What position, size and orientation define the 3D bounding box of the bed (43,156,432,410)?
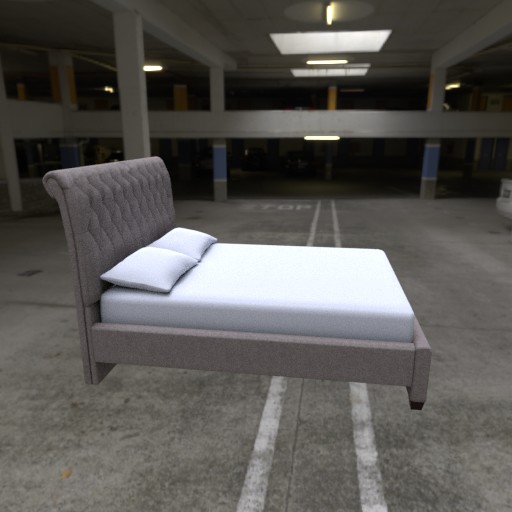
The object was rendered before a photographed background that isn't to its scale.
[{"bbox_3d":[0.000,0.000,3.343,2.252,1.371,1.645,2,16,8],"label":"bed"}]
